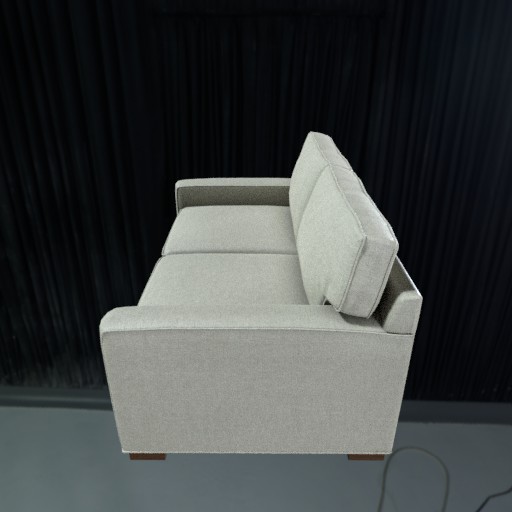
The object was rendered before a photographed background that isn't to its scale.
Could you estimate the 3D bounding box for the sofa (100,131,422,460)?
[{"bbox_3d":[0.000,0.000,1.999,0.940,0.853,1.484,0,27,0],"label":"sofa"}]
